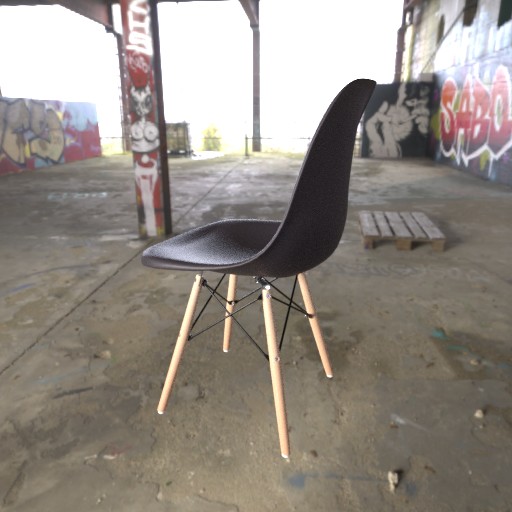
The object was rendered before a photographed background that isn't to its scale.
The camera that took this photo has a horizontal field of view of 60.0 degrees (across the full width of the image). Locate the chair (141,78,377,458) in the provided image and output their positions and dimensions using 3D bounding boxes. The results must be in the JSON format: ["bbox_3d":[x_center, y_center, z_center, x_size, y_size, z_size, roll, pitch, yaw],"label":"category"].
[{"bbox_3d":[0.000,0.000,1.134,0.533,0.825,0.470,8,20,24],"label":"chair"}]
